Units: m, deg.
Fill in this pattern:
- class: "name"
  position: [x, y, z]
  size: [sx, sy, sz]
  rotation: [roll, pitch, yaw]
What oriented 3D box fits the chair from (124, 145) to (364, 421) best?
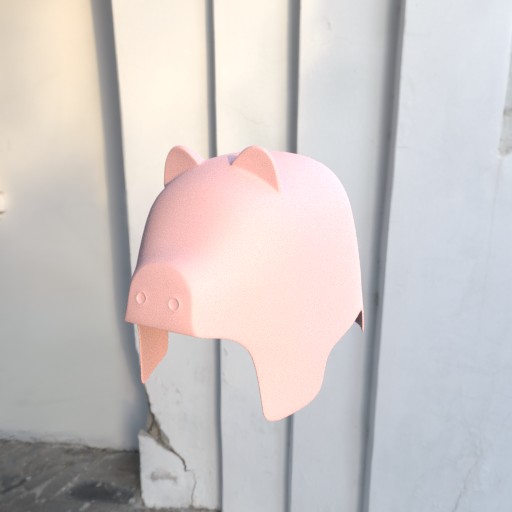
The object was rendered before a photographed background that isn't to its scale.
- class: "chair"
  position: [0.000, 0.000, 0.870]
  size: [0.364, 0.423, 0.619]
  rotation: [7, 16, 25]
